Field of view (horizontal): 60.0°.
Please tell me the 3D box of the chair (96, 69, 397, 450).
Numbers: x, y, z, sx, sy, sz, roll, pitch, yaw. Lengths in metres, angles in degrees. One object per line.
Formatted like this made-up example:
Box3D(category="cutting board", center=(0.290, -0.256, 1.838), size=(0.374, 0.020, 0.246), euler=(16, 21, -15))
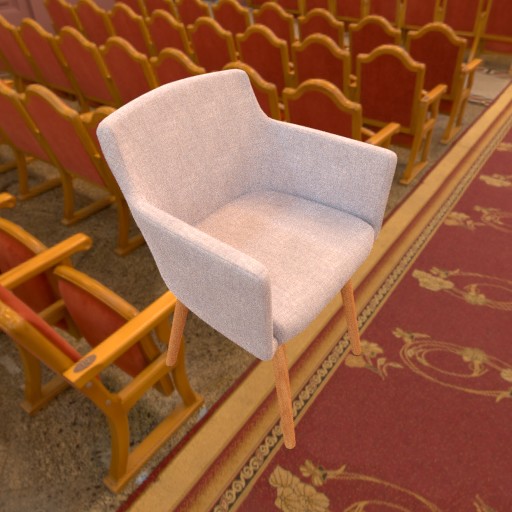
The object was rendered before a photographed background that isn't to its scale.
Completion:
Box3D(category="chair", center=(0.000, 0.000, 1.149), size=(0.540, 0.780, 0.570), euler=(25, 46, 27))
